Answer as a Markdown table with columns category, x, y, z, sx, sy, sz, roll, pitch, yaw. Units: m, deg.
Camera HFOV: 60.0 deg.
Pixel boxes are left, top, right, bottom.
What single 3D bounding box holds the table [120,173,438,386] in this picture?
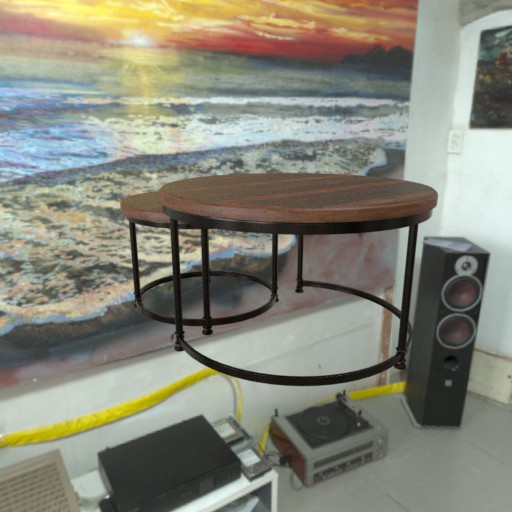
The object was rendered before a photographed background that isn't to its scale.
| category | x | y | z | sx | sy | sz | roll | pitch | yaw |
| --- | --- | --- | --- | --- | --- | --- | --- | --- | --- |
| table | 0.000 | 0.000 | 1.574 | 1.152 | 0.516 | 0.870 | 8 | 18 | 25 |
